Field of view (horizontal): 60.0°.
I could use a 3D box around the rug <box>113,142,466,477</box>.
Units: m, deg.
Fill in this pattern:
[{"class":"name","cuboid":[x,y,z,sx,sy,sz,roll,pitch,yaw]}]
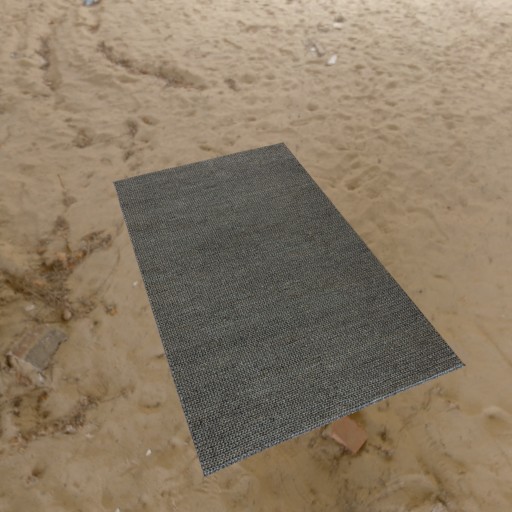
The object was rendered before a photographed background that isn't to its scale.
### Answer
[{"class":"rug","cuboid":[0.000,0.000,3.049,1.538,0.021,2.443,-17,49,-15]}]
